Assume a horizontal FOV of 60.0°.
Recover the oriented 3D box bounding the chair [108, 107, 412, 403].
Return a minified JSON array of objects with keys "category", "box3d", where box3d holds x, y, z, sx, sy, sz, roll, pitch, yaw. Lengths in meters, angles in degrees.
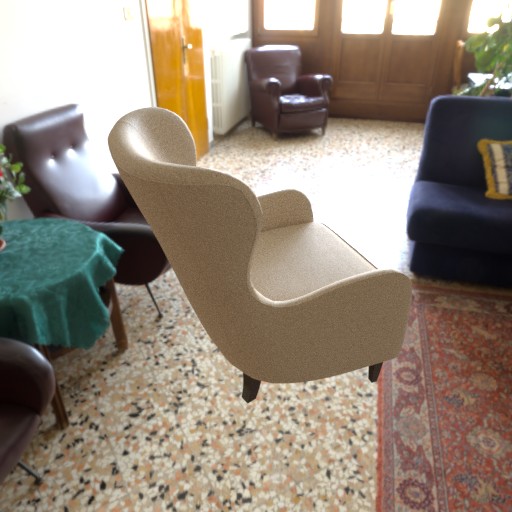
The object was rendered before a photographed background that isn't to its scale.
[{"category":"chair","box3d":[0.000,0.000,1.789,0.984,1.064,0.861,-11,32,-18]}]
